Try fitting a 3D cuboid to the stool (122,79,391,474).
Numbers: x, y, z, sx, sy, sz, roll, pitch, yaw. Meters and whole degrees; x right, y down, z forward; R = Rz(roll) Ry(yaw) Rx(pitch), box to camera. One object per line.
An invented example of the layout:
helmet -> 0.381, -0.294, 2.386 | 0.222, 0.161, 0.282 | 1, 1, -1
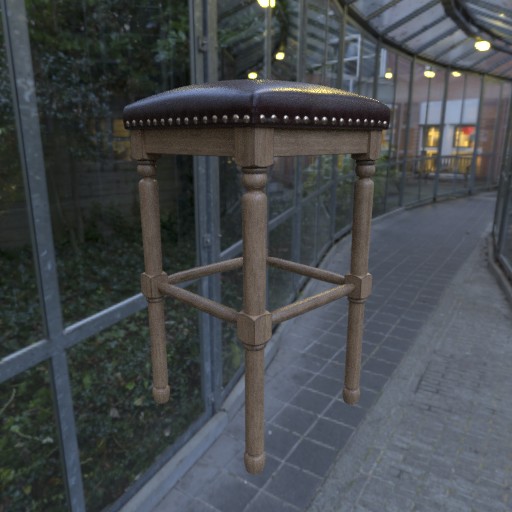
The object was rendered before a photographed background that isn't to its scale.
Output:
stool -> 0.000, 0.000, 0.953 | 0.382, 0.702, 0.383 | -14, 20, -42
